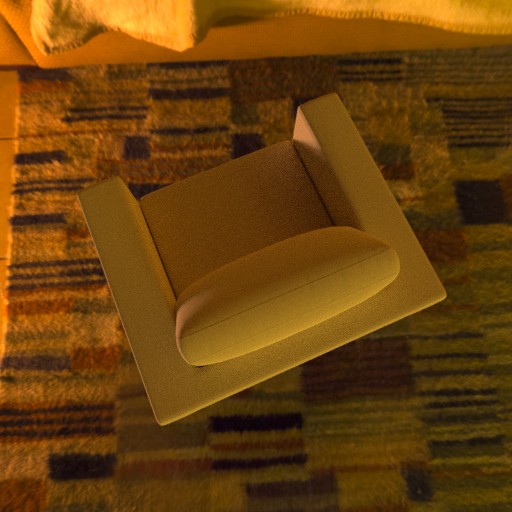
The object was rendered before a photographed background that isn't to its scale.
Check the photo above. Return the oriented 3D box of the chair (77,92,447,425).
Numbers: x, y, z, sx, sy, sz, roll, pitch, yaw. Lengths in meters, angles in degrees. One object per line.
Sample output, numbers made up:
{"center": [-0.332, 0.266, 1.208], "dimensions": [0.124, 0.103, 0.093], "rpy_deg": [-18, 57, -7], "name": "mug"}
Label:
{"center": [0.000, 0.000, 1.843], "dimensions": [1.150, 0.878, 0.957], "rpy_deg": [-23, 76, -6], "name": "chair"}
